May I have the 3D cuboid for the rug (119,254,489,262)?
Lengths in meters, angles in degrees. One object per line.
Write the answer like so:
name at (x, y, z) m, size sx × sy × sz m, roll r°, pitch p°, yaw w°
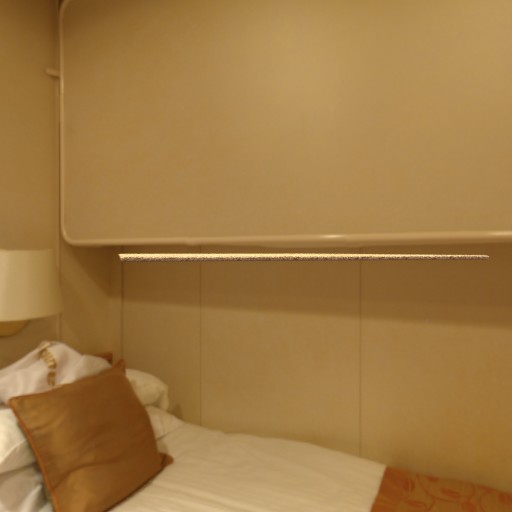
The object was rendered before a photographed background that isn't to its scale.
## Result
rug at (0.000, 0.000, 4.135) m, size 2.438 × 0.029 × 3.047 m, roll 0°, pitch 1°, yaw -17°
